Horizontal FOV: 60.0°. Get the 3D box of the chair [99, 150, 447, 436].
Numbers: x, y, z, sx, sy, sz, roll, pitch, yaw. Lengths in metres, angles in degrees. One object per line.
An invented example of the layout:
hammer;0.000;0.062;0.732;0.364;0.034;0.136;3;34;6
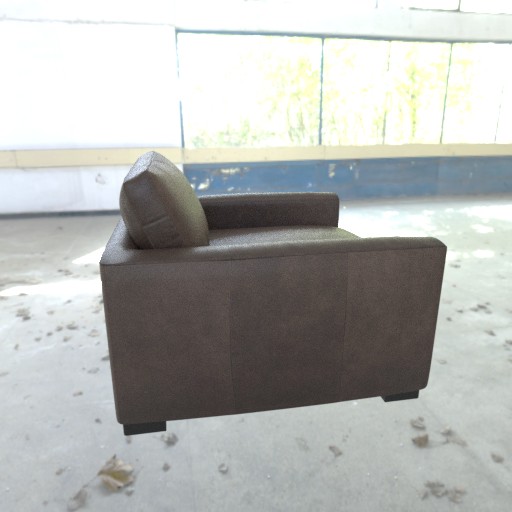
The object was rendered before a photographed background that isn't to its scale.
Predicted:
chair;0.000;0.000;1.822;1.069;0.812;1.100;-3;18;-10
